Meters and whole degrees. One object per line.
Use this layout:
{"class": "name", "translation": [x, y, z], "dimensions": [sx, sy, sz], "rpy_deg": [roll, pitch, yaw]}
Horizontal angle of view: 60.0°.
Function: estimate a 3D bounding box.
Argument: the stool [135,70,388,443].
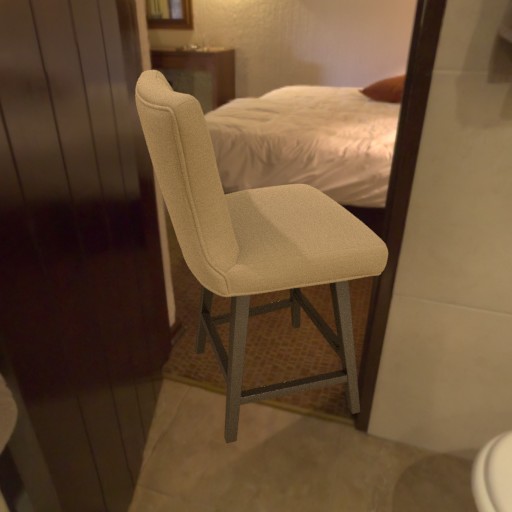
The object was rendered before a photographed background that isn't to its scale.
{"class": "stool", "translation": [0.000, 0.000, 1.322], "dimensions": [0.574, 1.000, 0.514], "rpy_deg": [-10, 30, -17]}
